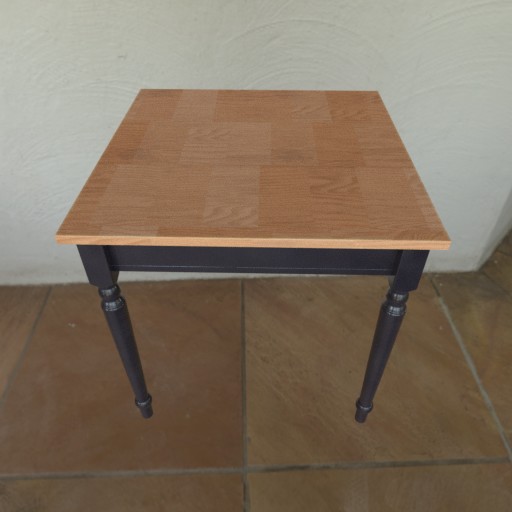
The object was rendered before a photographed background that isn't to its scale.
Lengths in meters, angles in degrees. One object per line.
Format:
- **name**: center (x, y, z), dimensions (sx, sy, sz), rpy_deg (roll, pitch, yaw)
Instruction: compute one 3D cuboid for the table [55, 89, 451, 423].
- **table**: center (0.000, 0.000, 1.356), dimensions (0.747, 0.738, 0.747), rpy_deg (1, 41, 1)
